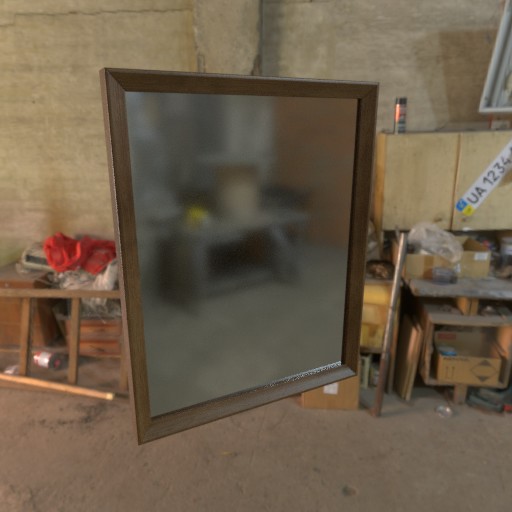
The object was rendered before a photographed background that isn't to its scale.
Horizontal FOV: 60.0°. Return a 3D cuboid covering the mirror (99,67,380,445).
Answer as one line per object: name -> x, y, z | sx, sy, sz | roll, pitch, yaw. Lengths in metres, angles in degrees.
mirror -> 0.000, 0.000, 0.677 | 0.406, 0.509, 0.041 | -8, 19, -26
